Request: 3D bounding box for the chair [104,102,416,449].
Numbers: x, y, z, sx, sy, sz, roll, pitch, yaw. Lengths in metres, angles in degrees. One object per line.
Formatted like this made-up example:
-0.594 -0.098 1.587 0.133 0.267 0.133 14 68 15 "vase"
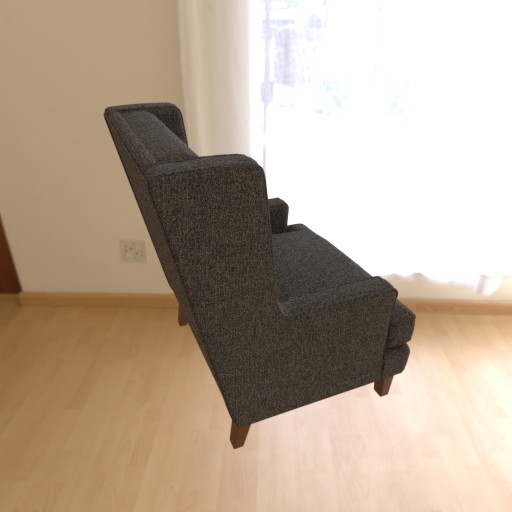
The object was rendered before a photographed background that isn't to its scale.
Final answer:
0.000 0.000 1.789 0.927 1.082 0.942 -11 31 -20 "chair"
